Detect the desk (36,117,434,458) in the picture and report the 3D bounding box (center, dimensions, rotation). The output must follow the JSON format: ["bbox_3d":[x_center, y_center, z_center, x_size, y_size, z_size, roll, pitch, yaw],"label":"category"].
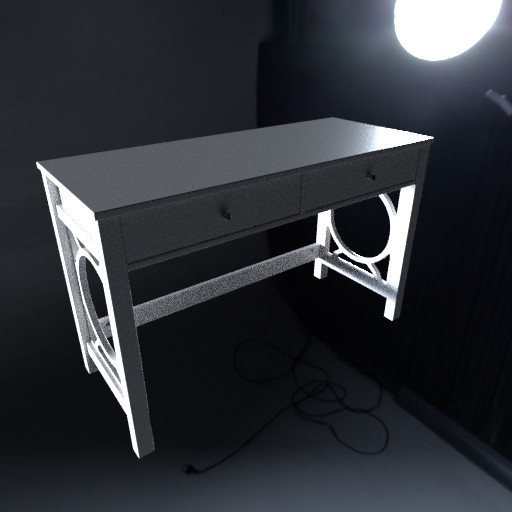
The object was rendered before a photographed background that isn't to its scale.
[{"bbox_3d":[0.000,0.000,1.576,1.191,0.762,0.504,-19,33,-32],"label":"desk"}]
